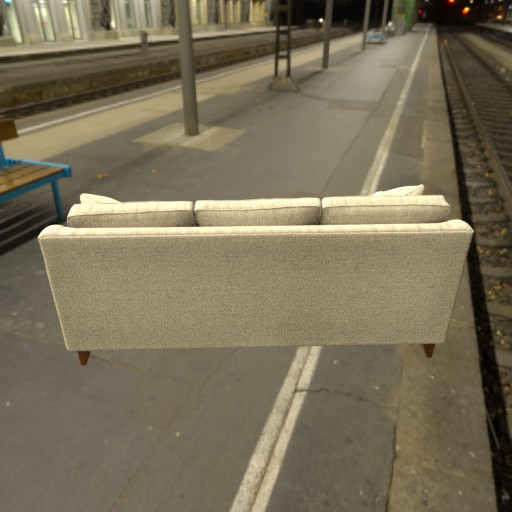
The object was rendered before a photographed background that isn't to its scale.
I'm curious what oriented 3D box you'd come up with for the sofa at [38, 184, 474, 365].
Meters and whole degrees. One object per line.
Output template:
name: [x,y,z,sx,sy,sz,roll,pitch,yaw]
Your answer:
sofa: [0.000,0.000,2.574,2.031,0.914,0.865,-1,29,-2]
